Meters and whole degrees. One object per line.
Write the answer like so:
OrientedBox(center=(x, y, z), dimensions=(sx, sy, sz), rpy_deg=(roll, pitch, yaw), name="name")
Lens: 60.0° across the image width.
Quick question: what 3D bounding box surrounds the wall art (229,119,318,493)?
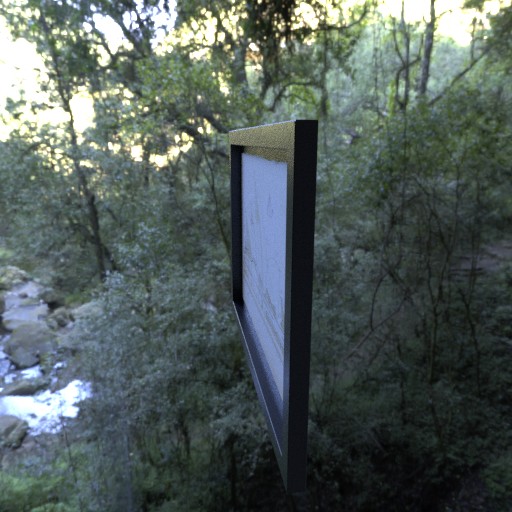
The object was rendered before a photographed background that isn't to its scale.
OrientedBox(center=(0.000, 0.000, 0.824), dimensions=(0.027, 0.458, 0.657), rpy_deg=(-2, 15, -9), name="wall art")
